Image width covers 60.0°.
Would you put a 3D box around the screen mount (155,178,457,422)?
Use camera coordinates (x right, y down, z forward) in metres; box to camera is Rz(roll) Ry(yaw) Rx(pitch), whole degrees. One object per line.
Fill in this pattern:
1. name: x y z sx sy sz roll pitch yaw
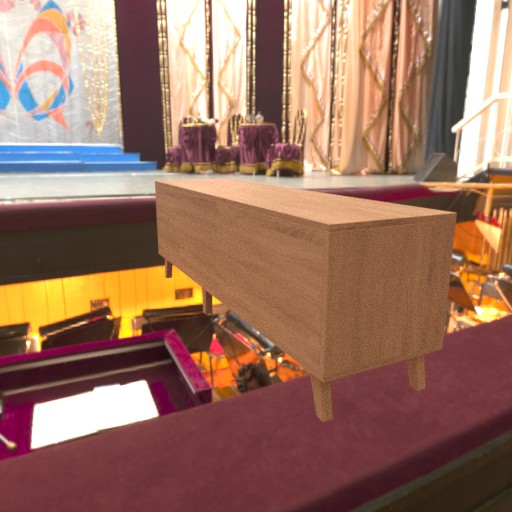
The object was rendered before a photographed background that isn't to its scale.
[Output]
1. screen mount: 0.000 0.000 1.763 0.400 0.510 1.500 -7 15 -26
